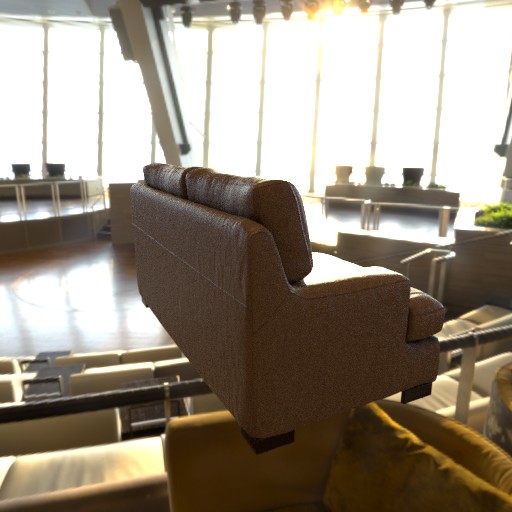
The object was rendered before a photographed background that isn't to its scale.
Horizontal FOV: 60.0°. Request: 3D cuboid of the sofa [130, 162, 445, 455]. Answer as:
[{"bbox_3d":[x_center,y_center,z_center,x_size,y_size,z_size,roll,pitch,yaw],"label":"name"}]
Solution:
[{"bbox_3d":[0.000,0.000,2.445,0.962,0.980,1.855,-7,16,-26],"label":"sofa"}]
